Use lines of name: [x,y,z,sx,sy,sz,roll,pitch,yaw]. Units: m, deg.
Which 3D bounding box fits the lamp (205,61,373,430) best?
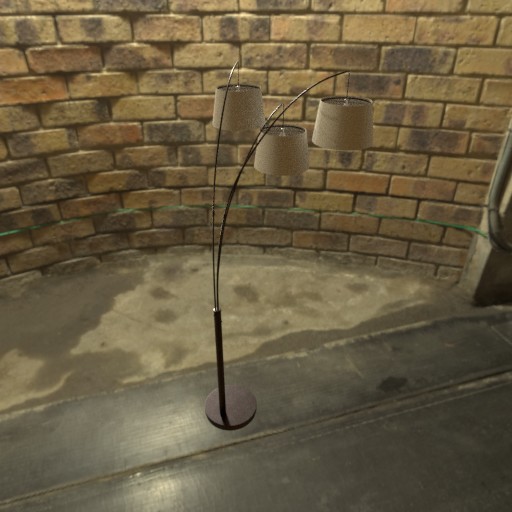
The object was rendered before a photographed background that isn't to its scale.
lamp: [0.000,0.000,2.525,0.951,1.950,0.924,19,36,29]
